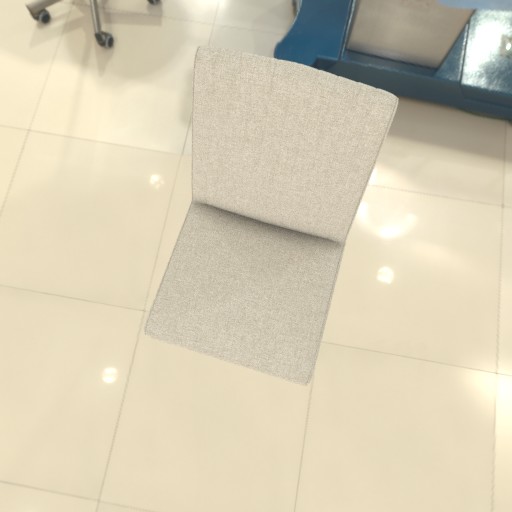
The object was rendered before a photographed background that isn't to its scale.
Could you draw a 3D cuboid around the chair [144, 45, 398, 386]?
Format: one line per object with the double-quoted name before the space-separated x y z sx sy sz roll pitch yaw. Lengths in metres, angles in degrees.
"chair" 0.000 0.000 1.235 0.480 0.900 0.594 16 76 4
